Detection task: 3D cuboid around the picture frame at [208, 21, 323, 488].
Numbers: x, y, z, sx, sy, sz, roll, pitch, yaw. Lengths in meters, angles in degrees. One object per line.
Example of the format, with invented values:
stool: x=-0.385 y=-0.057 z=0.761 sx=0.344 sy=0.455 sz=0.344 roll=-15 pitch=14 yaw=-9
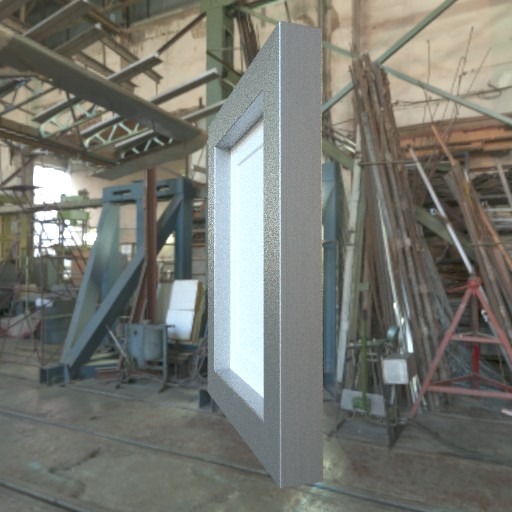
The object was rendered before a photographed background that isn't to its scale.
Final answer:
picture frame: x=0.000 y=0.000 z=0.276 sx=0.028 sy=0.208 sz=0.157 roll=0 pitch=-2 yaw=-18
